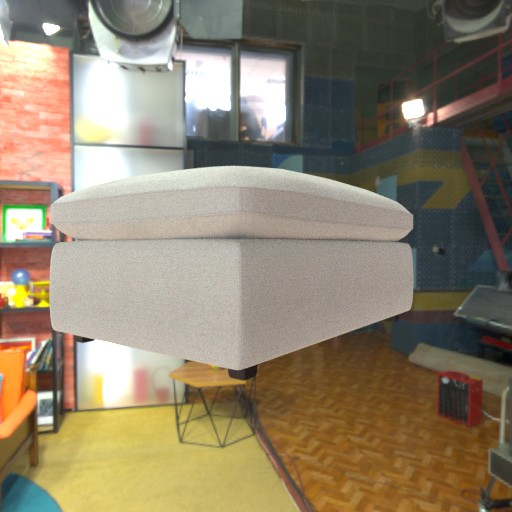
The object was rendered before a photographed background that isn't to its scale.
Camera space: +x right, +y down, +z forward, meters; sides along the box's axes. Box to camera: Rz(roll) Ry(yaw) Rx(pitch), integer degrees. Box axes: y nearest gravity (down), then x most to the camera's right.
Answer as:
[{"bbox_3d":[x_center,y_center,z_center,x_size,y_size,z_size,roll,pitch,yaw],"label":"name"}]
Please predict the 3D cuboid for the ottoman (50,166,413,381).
[{"bbox_3d":[0.000,0.000,1.350,0.686,0.453,0.984,1,2,37],"label":"ottoman"}]
